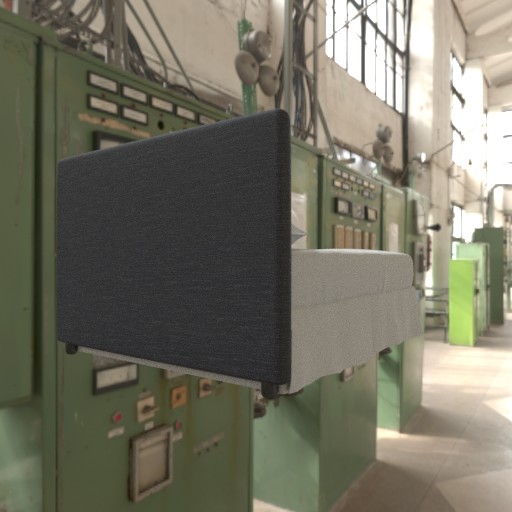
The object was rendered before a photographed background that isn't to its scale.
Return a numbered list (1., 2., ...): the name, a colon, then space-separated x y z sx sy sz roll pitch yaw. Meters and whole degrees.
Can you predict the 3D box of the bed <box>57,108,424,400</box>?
1. bed: 0.000 0.000 3.326 1.884 1.330 2.142 0 0 36
